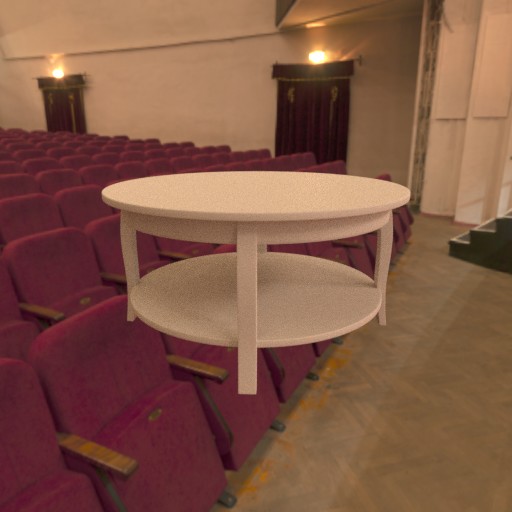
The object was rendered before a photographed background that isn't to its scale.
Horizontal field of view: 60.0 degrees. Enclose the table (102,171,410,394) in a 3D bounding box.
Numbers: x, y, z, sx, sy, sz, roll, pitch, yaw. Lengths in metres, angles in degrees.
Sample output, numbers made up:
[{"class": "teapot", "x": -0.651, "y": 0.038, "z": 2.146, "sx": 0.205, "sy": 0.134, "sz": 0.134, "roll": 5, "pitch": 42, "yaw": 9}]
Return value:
[{"class": "table", "x": 0.000, "y": 0.000, "z": 1.441, "sx": 0.910, "sy": 0.457, "sz": 0.910, "roll": 0, "pitch": 16, "yaw": 0}]
